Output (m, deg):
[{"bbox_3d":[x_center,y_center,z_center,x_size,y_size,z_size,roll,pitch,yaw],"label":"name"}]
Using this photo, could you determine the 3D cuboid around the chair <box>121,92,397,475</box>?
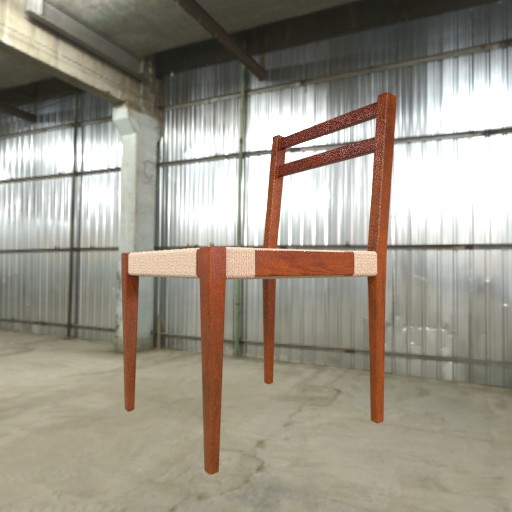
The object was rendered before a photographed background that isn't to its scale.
[{"bbox_3d":[0.000,0.000,1.196,0.569,0.851,0.495,1,-2,-35],"label":"chair"}]
